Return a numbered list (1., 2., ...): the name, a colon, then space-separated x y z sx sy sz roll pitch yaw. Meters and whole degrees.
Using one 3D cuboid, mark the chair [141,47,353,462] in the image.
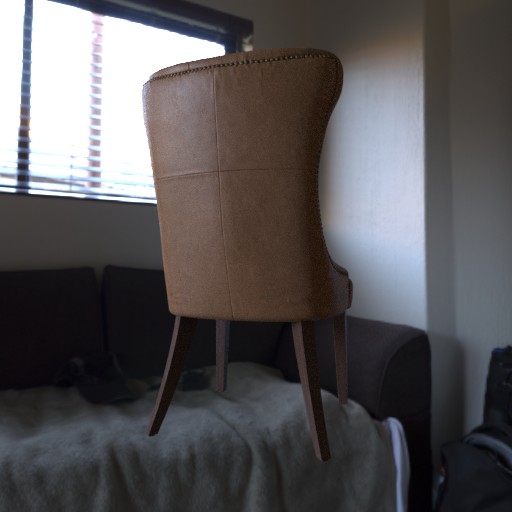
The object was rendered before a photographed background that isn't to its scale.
1. chair: 0.000 0.000 1.435 0.611 1.065 0.669 0 -1 19
